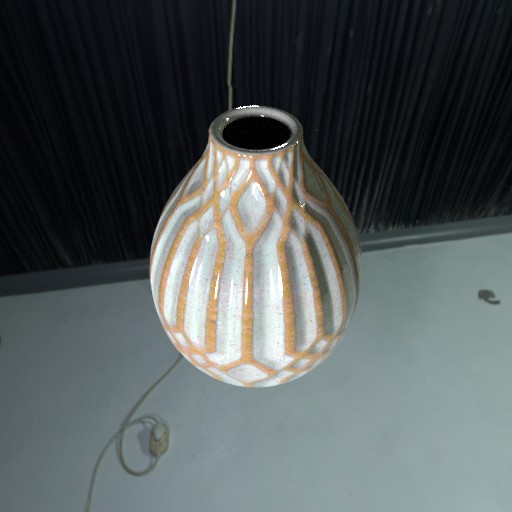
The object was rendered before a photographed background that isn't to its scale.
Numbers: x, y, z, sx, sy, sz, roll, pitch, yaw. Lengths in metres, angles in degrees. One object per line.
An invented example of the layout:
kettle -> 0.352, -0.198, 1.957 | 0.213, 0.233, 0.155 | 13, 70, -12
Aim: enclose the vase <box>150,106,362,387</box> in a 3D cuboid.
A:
vase -> 0.000, 0.000, 0.271 | 0.131, 0.175, 0.131 | 0, 47, 0
